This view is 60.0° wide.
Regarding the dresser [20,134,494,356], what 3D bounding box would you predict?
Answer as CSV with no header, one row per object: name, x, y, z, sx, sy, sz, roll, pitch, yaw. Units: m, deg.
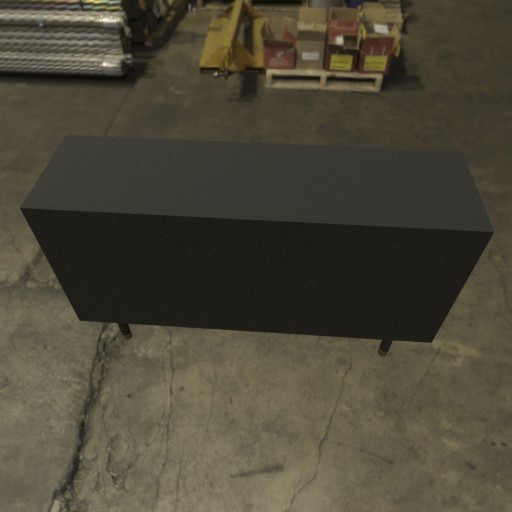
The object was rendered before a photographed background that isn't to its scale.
dresser,0.000,0.000,1.929,1.558,0.872,0.463,3,48,3
